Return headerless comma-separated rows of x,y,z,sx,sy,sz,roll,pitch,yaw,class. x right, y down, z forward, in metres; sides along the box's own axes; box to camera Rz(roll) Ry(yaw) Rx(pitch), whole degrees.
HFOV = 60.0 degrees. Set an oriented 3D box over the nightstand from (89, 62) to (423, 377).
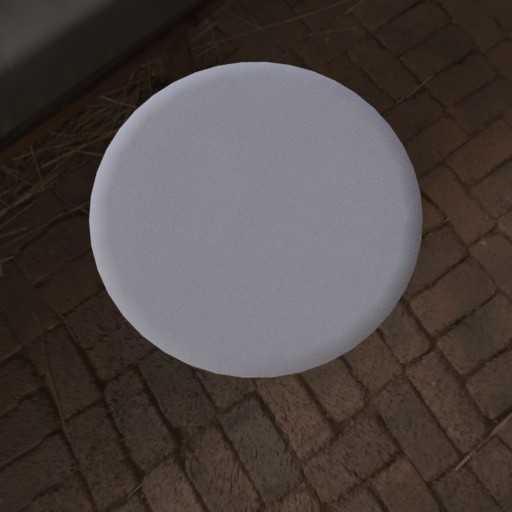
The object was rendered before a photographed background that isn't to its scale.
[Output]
0.000,0.000,1.000,0.513,0.653,0.513,30,78,7,nightstand
